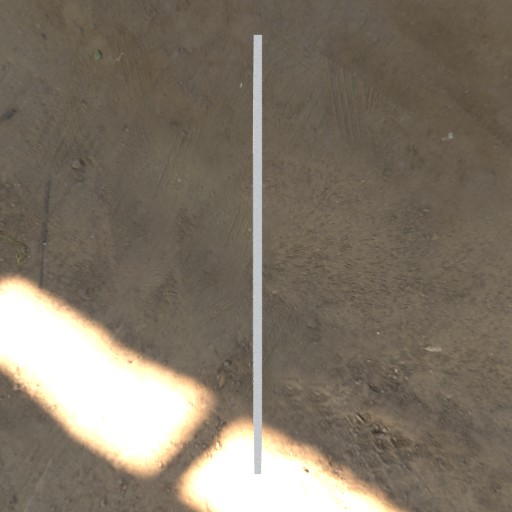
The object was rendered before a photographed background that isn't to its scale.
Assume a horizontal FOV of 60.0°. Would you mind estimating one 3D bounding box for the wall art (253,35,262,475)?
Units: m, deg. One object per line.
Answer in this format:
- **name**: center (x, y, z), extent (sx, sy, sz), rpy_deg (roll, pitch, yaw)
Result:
- **wall art**: center (0.000, 0.000, 1.225), extent (0.015, 0.812, 0.812), rpy_deg (0, 89, 0)
